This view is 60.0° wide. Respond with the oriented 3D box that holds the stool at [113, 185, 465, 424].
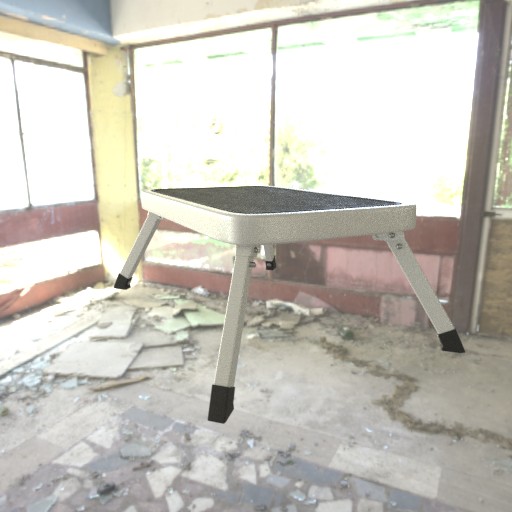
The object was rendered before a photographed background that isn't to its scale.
[{"bbox_3d":[0.000,0.000,0.620,0.320,0.170,0.460,-6,14,-27],"label":"stool"}]
